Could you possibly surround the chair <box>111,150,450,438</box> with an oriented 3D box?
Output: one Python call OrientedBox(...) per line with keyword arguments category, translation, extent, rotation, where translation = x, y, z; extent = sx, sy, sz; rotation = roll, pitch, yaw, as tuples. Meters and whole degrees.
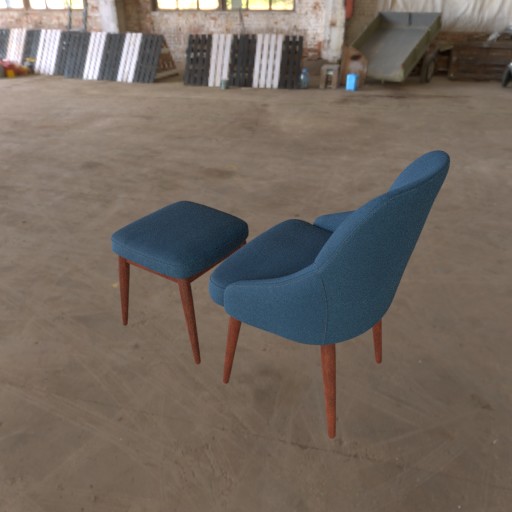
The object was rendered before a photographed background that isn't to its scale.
OrientedBox(category="chair", translation=(0.000, 0.000, 1.562), extent=(1.114, 0.866, 0.584), rotation=(19, 36, 29))
